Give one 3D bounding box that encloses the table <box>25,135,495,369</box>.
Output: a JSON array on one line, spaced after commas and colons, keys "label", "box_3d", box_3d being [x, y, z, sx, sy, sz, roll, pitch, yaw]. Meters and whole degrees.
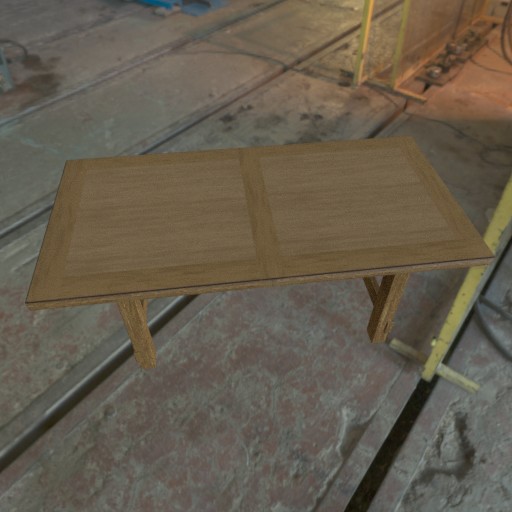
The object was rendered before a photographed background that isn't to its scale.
[{"label": "table", "box_3d": [0.000, 0.000, 2.462, 1.982, 0.762, 1.000, -5, 47, -5]}]
